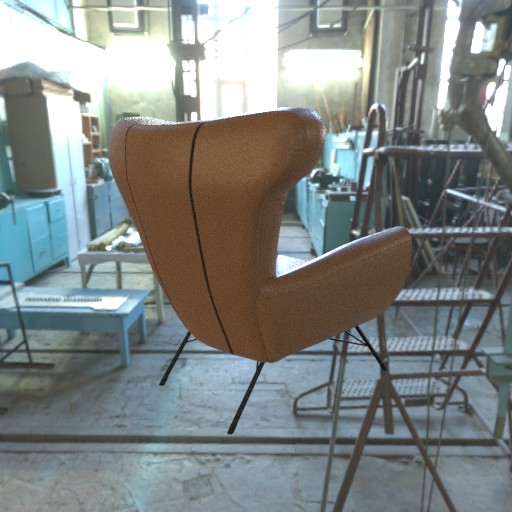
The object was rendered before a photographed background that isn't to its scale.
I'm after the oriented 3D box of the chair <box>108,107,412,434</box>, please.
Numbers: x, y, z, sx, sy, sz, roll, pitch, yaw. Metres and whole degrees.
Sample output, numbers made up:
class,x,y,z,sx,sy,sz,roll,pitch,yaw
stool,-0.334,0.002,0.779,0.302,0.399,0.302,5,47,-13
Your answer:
class,x,y,z,sx,sy,sz,roll,pitch,yaw
chair,0.000,0.000,1.734,0.900,1.050,0.980,-14,21,-42
